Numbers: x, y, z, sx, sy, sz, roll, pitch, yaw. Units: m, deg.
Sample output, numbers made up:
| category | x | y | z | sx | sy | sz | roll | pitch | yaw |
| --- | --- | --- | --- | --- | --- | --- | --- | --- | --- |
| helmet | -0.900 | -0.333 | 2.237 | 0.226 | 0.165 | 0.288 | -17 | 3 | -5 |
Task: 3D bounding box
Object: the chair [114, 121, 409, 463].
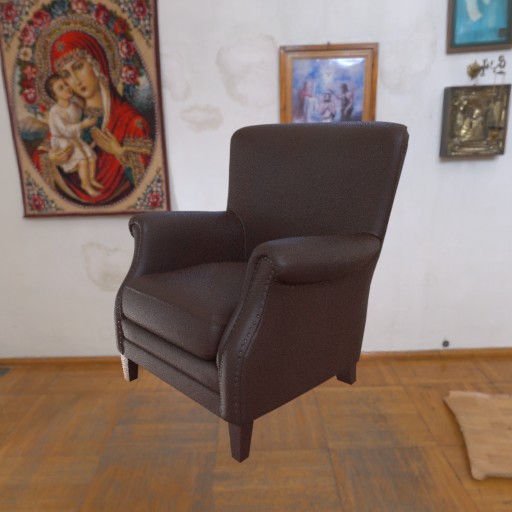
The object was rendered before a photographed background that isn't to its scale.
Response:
| category | x | y | z | sx | sy | sz | roll | pitch | yaw |
| --- | --- | --- | --- | --- | --- | --- | --- | --- | --- |
| chair | 0.000 | 0.000 | 1.360 | 0.700 | 0.800 | 0.746 | 14 | 21 | 42 |
